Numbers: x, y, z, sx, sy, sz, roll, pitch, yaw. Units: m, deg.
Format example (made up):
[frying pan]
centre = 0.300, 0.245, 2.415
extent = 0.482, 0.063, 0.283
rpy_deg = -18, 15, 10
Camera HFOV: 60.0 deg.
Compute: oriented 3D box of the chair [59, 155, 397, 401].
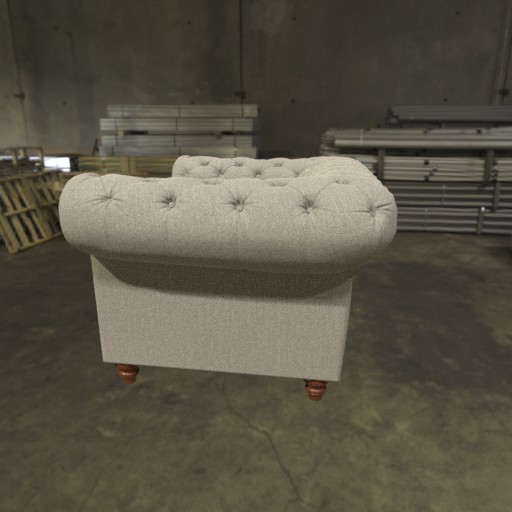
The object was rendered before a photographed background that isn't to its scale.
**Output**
[chair]
centre = 0.000, 0.000, 1.859
extent = 0.976, 0.770, 1.270
rpy_deg = 3, 16, 9
